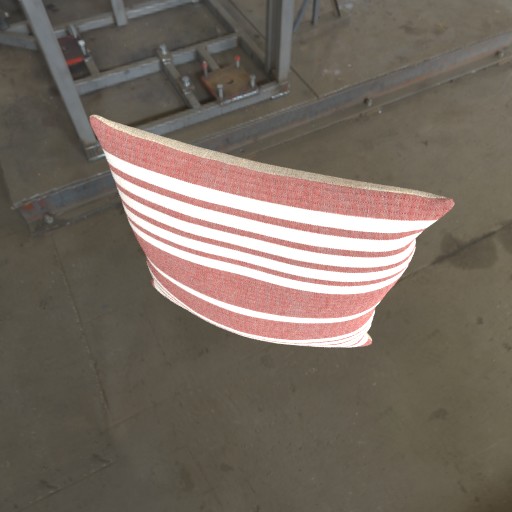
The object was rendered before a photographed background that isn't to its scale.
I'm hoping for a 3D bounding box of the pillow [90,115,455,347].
[{"bbox_3d":[0.000,0.000,0.672,0.439,0.427,0.182,15,59,9],"label":"pillow"}]
